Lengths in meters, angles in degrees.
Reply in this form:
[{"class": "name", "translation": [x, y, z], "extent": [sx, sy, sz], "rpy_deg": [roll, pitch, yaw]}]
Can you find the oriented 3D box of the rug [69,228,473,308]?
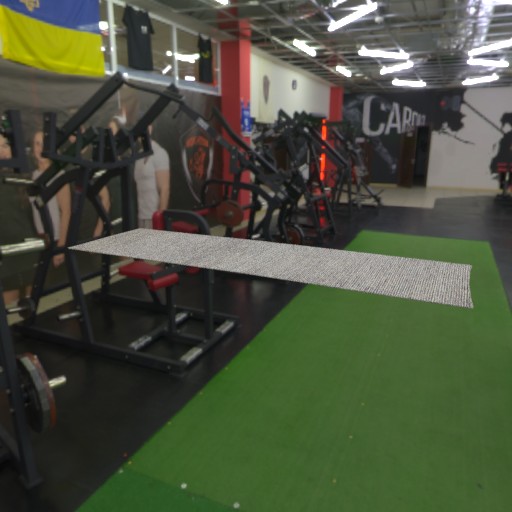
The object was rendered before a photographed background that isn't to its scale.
[{"class": "rug", "translation": [0.000, 0.000, 2.626], "extent": [2.335, 0.013, 0.697], "rpy_deg": [7, 17, 25]}]
